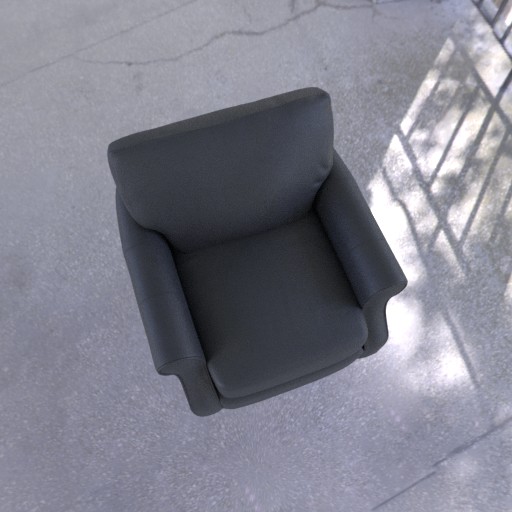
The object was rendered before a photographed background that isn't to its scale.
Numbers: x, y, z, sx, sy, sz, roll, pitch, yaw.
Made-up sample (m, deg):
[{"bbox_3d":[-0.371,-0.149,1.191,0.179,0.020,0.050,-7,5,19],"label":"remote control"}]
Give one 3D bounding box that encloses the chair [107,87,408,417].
[{"bbox_3d":[0.000,0.000,1.811,1.015,0.960,1.027,-13,65,-6],"label":"chair"}]
